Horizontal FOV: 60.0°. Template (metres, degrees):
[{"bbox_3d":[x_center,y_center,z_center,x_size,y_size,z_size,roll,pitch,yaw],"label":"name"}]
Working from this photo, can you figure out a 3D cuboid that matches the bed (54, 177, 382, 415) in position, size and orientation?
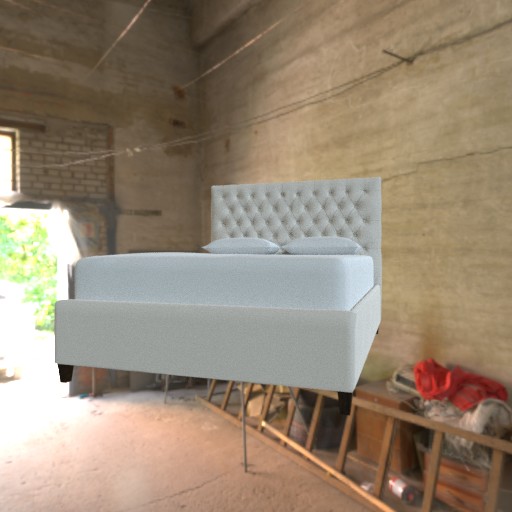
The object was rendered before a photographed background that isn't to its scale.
[{"bbox_3d":[0.000,0.000,3.283,1.696,1.426,2.233,0,0,19],"label":"bed"}]
